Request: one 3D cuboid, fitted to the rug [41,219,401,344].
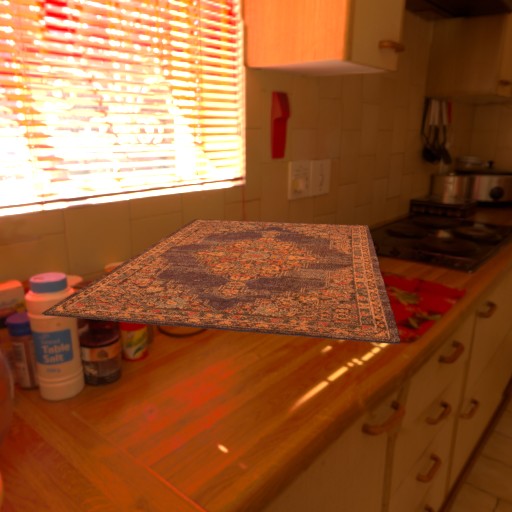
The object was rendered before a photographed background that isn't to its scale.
[{"bbox_3d":[0.000,0.000,3.811,2.053,0.011,2.940,3,16,10],"label":"rug"}]
